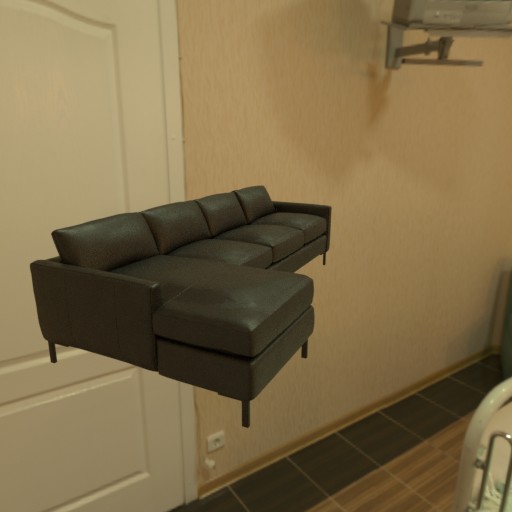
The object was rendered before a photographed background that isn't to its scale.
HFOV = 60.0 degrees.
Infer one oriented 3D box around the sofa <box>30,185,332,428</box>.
[{"bbox_3d":[0.000,0.000,3.595,1.471,0.859,2.993,8,17,26],"label":"sofa"}]
